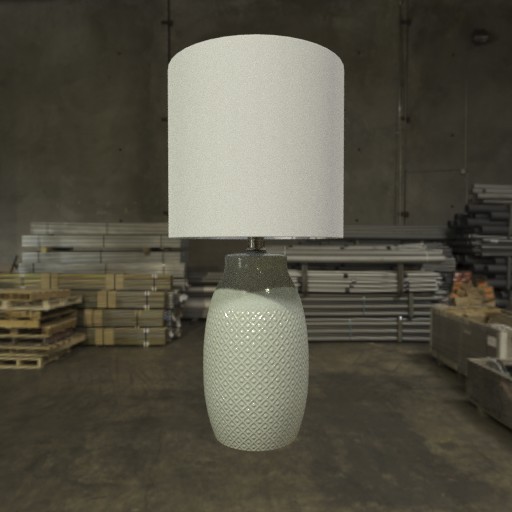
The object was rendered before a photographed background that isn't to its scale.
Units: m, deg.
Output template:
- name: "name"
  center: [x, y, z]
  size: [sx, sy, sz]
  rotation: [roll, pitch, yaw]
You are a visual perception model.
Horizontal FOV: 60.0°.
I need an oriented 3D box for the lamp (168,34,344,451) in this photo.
- name: "lamp"
  center: [0.000, 0.000, 0.561]
  size: [0.217, 0.453, 0.217]
  rotation: [0, 1, 0]
